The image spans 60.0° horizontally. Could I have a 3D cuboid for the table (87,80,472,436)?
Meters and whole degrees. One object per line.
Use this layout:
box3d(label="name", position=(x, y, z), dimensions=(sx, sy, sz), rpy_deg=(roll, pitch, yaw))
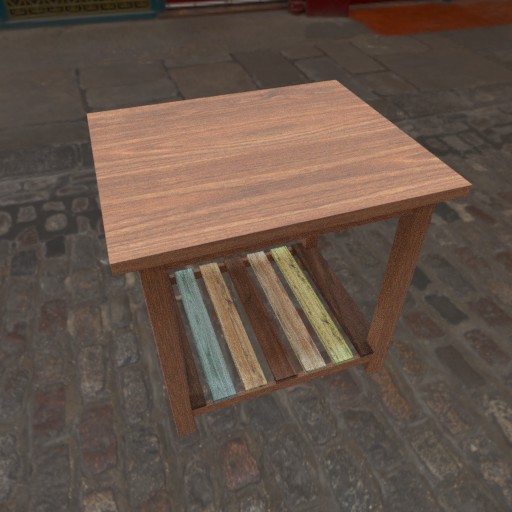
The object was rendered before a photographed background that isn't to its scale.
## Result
box3d(label="table", position=(0.000, 0.000, 1.154), dimensions=(0.660, 0.635, 0.559), rpy_deg=(-13, 43, -14))
